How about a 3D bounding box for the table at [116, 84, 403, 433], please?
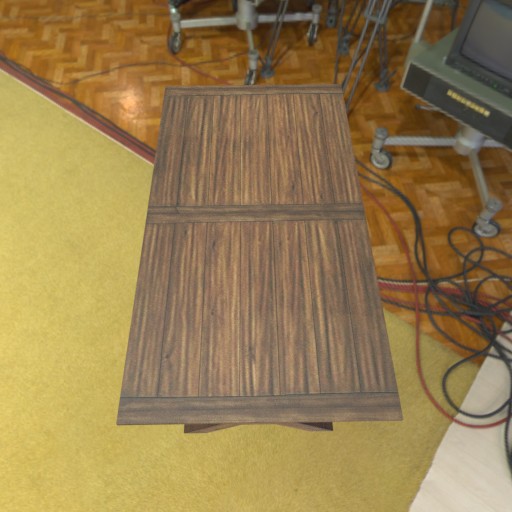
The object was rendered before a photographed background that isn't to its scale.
[{"bbox_3d":[0.000,0.000,2.512,1.071,0.793,1.966,-1,58,0],"label":"table"}]
